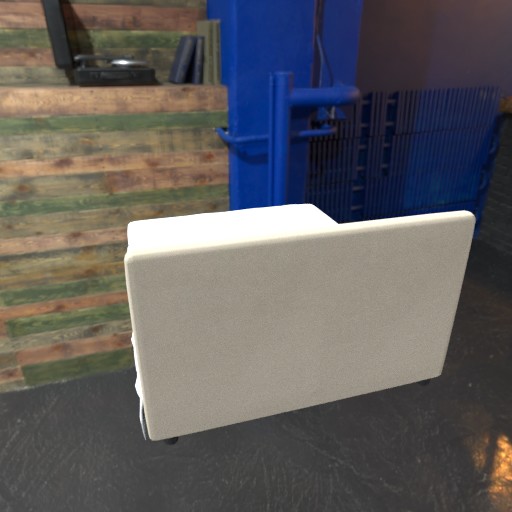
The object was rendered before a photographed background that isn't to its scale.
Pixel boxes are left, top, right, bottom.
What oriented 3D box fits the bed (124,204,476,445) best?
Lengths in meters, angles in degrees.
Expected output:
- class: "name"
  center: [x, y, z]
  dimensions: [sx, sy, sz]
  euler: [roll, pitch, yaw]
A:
- class: "bed"
  center: [0.000, 0.000, 3.626]
  dimensions: [2.119, 1.317, 2.319]
  euler: [-7, 26, -15]
